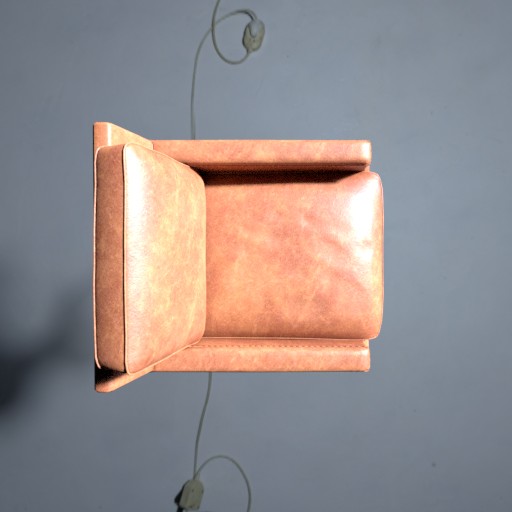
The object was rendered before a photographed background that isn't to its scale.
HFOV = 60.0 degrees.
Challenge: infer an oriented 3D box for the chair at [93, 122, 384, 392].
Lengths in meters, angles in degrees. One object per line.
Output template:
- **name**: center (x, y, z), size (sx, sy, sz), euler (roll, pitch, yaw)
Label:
- **chair**: center (0.000, 0.000, 1.704), size (1.014, 0.943, 0.853), euler (0, 91, 0)
